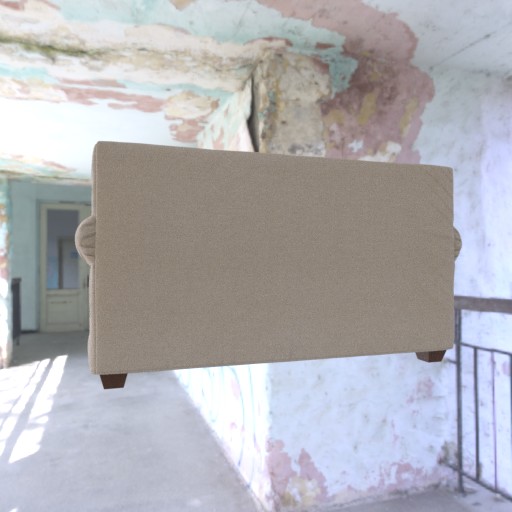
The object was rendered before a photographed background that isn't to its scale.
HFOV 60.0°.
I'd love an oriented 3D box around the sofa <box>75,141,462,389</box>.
[{"bbox_3d":[0.000,0.000,2.138,1.550,0.905,1.070,0,-1,-17],"label":"sofa"}]
